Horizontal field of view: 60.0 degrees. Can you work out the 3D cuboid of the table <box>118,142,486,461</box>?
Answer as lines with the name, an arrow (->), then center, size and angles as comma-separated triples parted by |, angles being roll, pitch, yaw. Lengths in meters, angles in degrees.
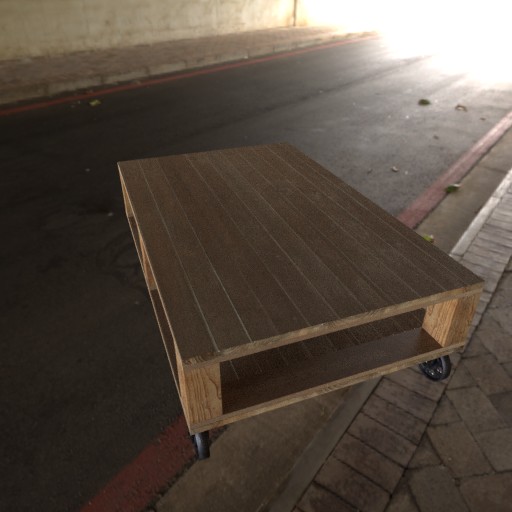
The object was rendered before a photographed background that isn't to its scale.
table -> 0.000, 0.000, 1.690 | 0.827, 0.413, 1.299 | -11, 34, -17
